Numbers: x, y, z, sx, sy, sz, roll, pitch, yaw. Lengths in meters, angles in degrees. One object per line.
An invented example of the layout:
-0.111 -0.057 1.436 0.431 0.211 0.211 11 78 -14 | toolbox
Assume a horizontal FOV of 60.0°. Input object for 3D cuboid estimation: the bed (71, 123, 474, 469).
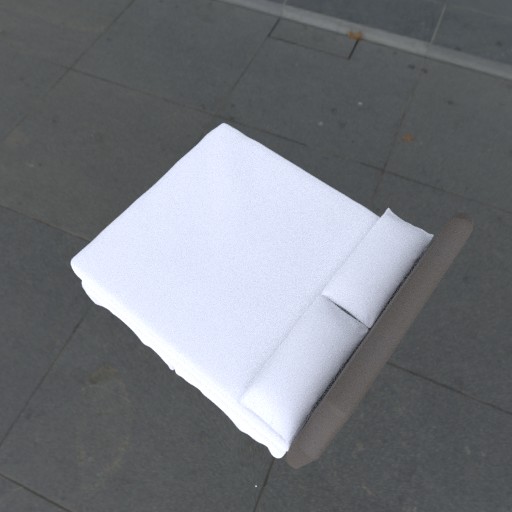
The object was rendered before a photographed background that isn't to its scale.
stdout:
0.000 0.000 3.734 2.536 1.561 2.194 35 68 17 | bed
